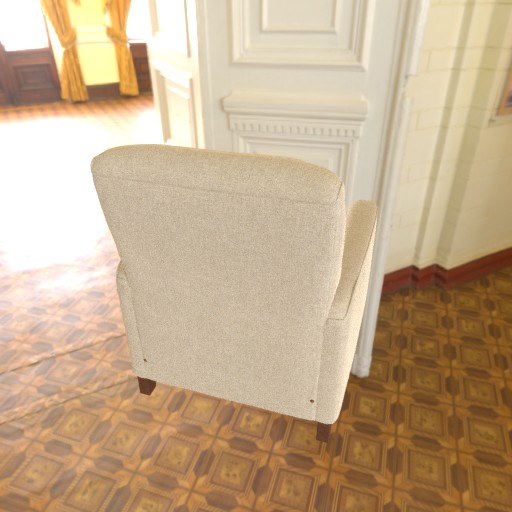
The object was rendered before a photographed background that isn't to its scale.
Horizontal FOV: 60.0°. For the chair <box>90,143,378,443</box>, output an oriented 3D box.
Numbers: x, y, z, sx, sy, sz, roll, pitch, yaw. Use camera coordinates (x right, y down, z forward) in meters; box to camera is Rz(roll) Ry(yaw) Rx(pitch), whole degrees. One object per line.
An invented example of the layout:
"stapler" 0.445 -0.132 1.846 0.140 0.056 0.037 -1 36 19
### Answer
"chair" 0.000 0.000 1.678 0.845 1.023 0.859 9 33 15
